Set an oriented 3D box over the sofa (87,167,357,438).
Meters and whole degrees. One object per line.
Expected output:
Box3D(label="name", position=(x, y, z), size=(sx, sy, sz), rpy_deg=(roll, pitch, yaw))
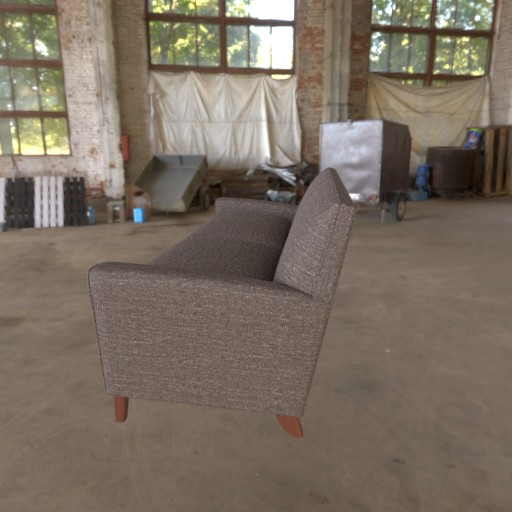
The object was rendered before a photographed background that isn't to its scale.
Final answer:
Box3D(label="sofa", position=(0.000, 0.000, 2.387), size=(0.875, 0.846, 1.976), rpy_deg=(2, 15, 8))
